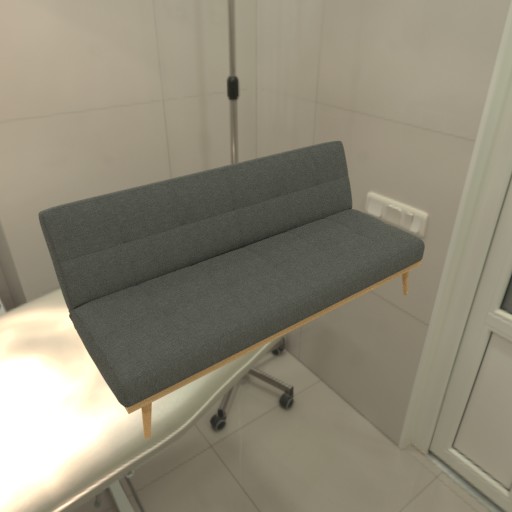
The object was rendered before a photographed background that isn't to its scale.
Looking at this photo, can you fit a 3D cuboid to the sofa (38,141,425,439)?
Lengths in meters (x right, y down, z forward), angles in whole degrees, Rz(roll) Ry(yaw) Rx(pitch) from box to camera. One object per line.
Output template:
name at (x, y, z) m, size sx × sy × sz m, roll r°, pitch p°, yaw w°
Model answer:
sofa at (0.000, 0.000, 2.288) m, size 1.820 × 0.770 × 0.820 m, roll -21°, pitch 36°, yaw -31°
